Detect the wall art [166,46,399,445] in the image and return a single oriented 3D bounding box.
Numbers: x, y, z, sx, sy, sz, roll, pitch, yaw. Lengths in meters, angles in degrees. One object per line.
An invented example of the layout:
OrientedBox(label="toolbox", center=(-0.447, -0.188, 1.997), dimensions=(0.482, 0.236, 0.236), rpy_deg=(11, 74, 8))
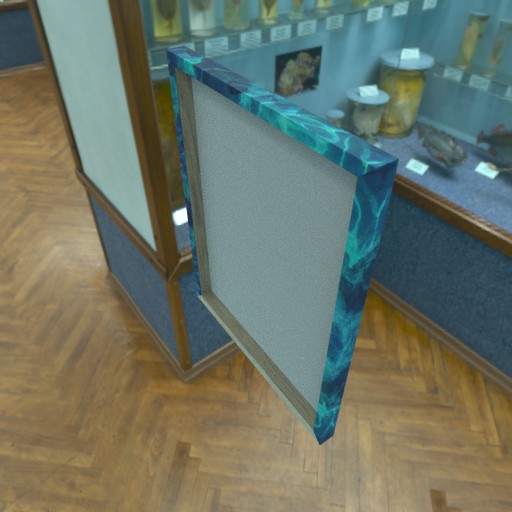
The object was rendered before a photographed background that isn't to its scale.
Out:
OrientedBox(label="wall art", center=(0.000, 0.000, 0.852), dimensions=(0.038, 0.635, 0.508), rpy_deg=(-25, 47, -25))
